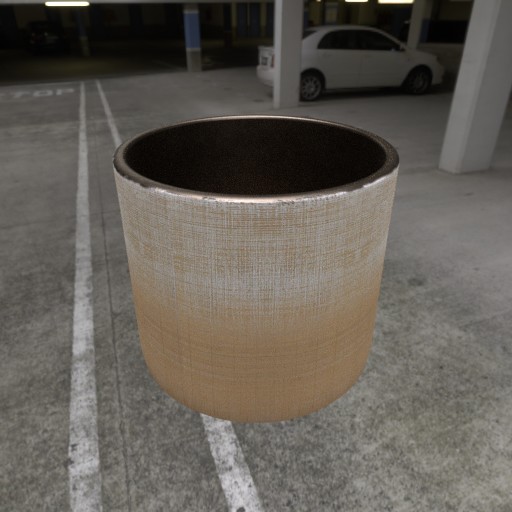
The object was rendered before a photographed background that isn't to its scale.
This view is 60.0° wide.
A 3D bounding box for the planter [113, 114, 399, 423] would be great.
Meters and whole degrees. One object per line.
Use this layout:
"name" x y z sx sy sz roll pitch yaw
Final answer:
"planter" 0.000 0.000 0.396 0.221 0.201 0.221 0 30 0
